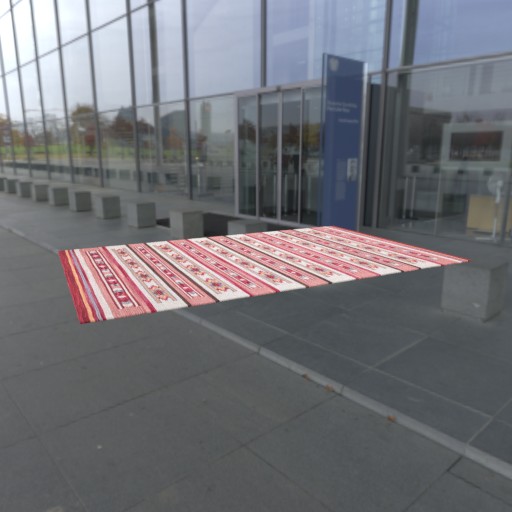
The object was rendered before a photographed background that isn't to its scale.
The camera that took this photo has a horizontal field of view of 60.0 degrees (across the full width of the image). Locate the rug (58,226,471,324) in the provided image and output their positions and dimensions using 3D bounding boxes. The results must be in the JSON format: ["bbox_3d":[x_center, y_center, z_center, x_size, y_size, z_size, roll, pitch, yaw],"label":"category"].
[{"bbox_3d":[0.000,0.000,3.065,2.431,0.010,1.535,-7,15,-26],"label":"rug"}]
